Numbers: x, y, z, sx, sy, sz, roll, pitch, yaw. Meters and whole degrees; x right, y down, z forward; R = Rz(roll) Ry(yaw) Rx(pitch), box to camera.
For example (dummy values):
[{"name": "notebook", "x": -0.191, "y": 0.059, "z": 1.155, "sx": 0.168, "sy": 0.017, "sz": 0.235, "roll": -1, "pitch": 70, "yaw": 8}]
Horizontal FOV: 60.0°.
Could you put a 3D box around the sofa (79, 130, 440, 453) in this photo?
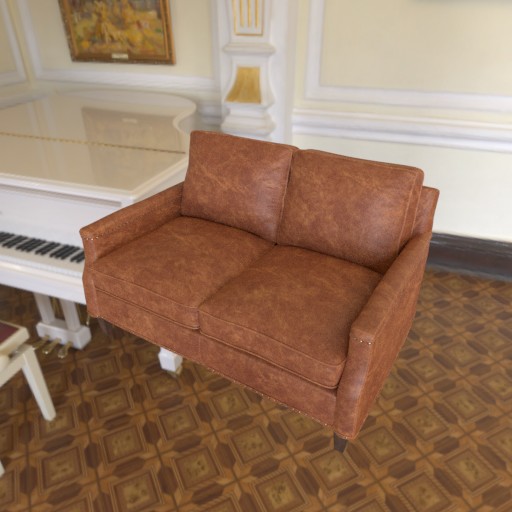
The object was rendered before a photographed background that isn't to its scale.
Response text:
[{"name": "sofa", "x": 0.000, "y": 0.000, "z": 2.337, "sx": 1.597, "sy": 1.003, "sz": 1.084, "roll": 18, "pitch": 35, "yaw": 27}]
